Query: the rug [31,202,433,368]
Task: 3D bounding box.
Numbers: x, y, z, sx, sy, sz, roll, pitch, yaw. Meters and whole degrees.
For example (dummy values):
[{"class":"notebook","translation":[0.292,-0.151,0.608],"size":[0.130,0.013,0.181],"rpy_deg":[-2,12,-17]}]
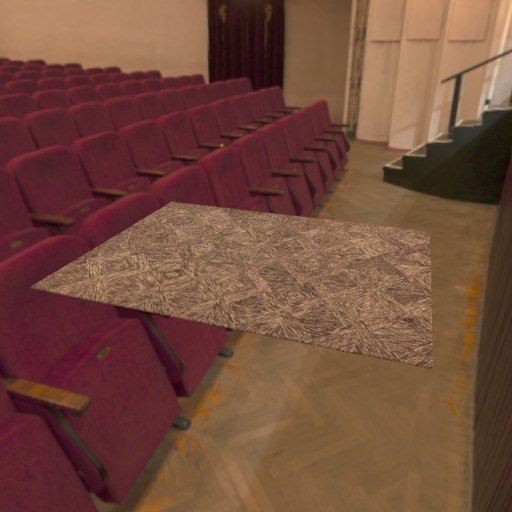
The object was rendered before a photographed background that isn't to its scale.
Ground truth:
[{"class":"rug","translation":[0.000,0.000,4.306],"size":[3.204,0.017,2.448],"rpy_deg":[8,26,17]}]
